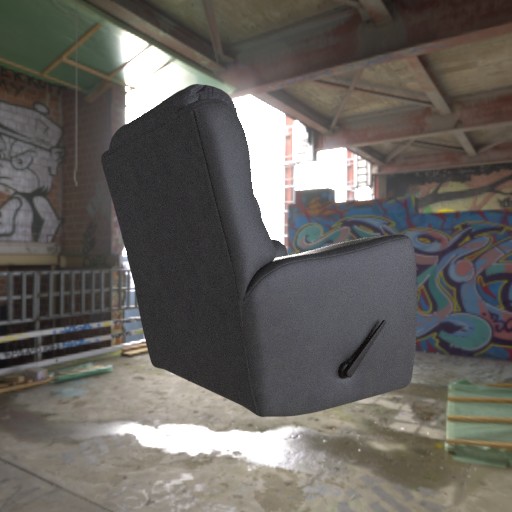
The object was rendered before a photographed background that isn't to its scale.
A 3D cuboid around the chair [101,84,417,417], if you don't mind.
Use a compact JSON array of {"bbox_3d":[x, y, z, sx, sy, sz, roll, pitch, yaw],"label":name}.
[{"bbox_3d":[0.000,0.000,1.901,1.068,1.116,0.967,0,0,-37],"label":"chair"}]
